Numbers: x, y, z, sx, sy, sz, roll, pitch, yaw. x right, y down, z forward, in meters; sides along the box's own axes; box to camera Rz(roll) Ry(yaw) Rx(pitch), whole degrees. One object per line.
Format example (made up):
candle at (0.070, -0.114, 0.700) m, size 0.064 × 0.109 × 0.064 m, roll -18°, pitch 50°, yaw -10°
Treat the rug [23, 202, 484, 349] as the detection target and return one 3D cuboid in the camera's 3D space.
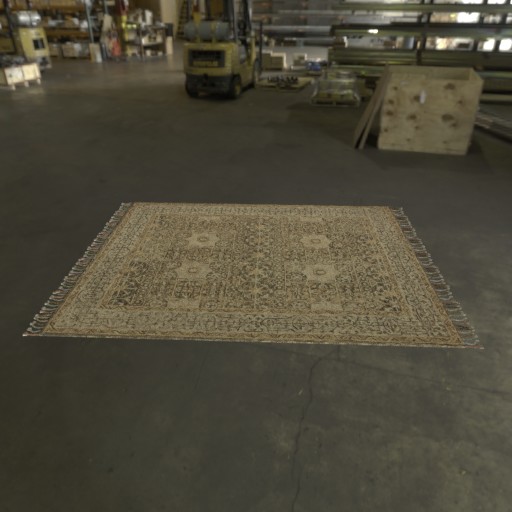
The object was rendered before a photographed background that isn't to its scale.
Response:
rug at (0.000, 0.000, 4.171) m, size 3.291 × 0.017 × 2.431 m, roll 1°, pitch 30°, yaw 2°
